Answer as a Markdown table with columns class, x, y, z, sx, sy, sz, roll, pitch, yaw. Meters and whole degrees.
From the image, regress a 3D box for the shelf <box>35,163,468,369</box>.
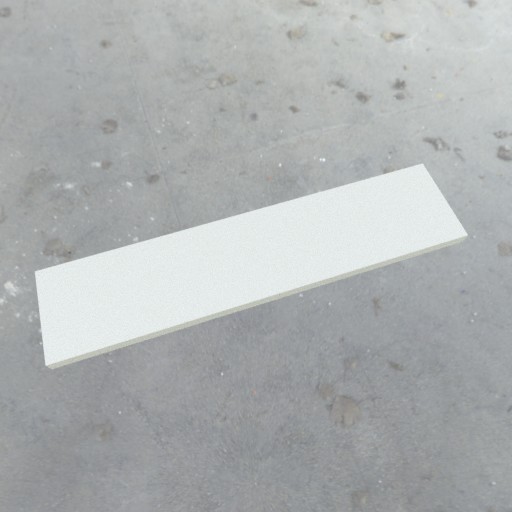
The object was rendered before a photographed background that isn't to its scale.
| class | x | y | z | sx | sy | sz | roll | pitch | yaw |
| --- | --- | --- | --- | --- | --- | --- | --- | --- | --- |
| shelf | 0.000 | 0.000 | 0.646 | 0.610 | 0.020 | 0.140 | -16 | 64 | -8 |
